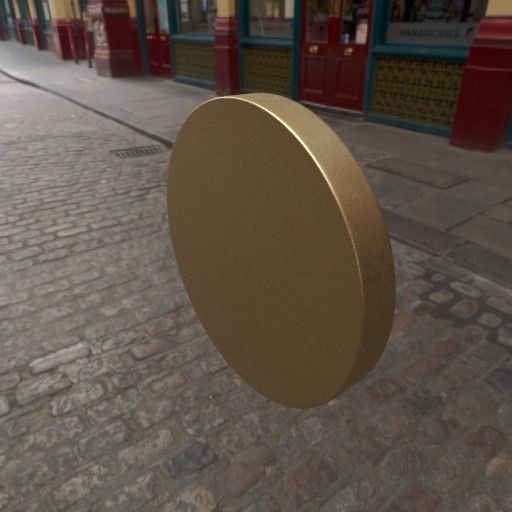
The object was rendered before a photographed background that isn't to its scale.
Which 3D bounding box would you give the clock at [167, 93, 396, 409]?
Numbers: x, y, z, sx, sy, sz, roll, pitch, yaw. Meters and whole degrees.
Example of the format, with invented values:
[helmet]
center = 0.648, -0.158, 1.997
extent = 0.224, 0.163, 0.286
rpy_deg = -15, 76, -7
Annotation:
[clock]
center = 0.000, 0.000, 0.457
extent = 0.040, 0.314, 0.314
rpy_deg = -20, 33, -33
